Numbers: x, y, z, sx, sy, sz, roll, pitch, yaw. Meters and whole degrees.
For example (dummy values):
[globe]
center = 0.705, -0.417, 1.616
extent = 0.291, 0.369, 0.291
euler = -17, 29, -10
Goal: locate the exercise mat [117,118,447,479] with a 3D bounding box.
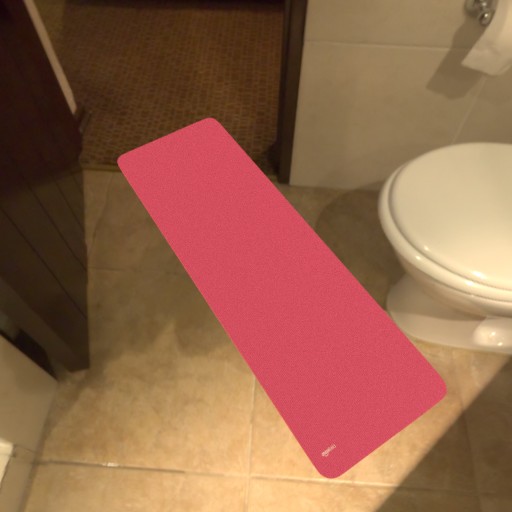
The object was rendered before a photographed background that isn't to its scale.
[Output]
[exercise mat]
center = 0.000, 0.000, 2.064
extent = 0.616, 0.021, 1.884
euler = -29, 62, -17
